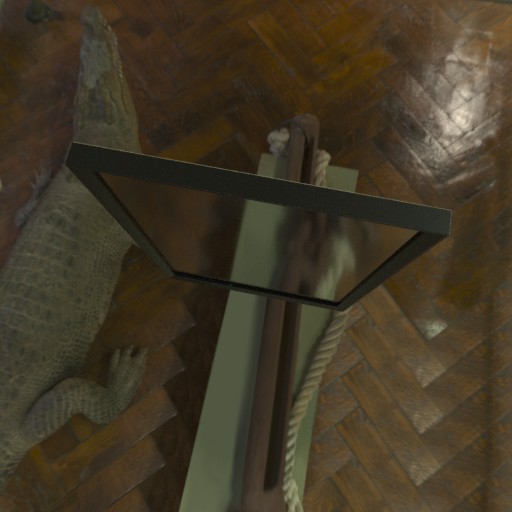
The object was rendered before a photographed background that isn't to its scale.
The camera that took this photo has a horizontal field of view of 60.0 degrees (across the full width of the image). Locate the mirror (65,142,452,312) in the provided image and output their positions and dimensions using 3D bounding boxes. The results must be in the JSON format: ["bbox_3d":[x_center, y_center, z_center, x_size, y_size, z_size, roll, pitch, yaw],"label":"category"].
[{"bbox_3d":[0.000,0.000,0.920,0.507,0.710,0.039,11,75,3],"label":"mirror"}]
